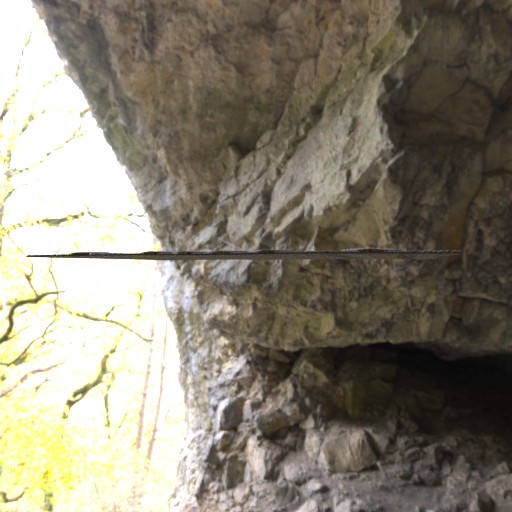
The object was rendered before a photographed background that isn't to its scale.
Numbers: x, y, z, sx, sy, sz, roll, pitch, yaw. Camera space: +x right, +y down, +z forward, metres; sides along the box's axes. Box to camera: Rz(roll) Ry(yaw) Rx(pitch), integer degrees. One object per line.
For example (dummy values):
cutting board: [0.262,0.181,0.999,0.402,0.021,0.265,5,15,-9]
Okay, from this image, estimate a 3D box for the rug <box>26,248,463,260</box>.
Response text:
rug: [0.000,0.000,2.946,2.333,0.033,1.513,0,-1,18]
